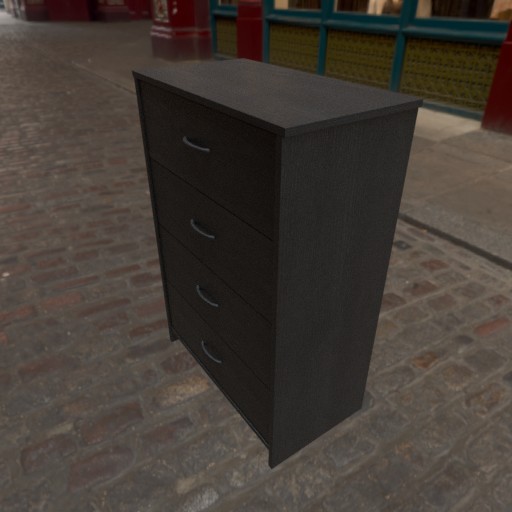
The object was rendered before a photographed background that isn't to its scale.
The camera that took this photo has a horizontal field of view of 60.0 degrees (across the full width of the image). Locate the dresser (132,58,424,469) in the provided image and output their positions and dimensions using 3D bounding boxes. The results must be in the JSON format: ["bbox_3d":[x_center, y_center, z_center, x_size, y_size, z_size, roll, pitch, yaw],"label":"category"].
[{"bbox_3d":[0.000,0.000,1.377,0.398,1.020,0.700,-21,38,-29],"label":"dresser"}]
